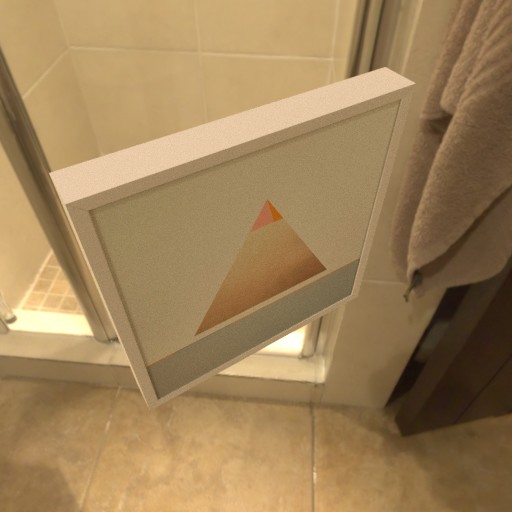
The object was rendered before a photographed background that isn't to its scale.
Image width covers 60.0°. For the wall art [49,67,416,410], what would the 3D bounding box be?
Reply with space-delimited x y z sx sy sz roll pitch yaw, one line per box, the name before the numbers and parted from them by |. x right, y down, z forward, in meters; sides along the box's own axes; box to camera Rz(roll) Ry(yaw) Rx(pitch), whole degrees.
wall art | 0.000 0.000 0.455 0.305 0.304 0.038 -25 52 -21
